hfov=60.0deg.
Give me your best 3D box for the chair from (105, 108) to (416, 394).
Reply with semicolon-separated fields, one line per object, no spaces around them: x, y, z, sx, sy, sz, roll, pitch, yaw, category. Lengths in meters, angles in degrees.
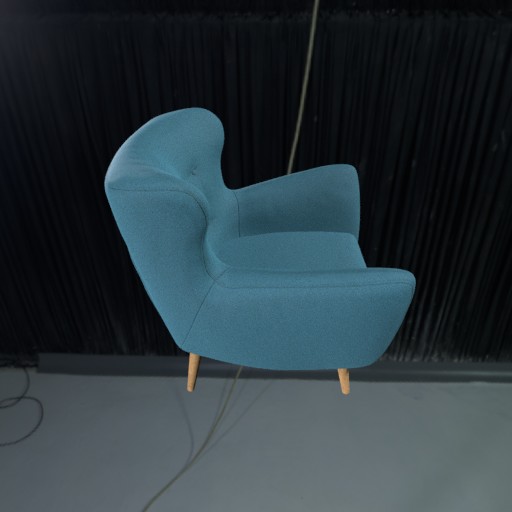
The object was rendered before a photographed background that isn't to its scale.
0.000;0.000;1.623;0.889;0.889;0.890;0;32;0;chair
